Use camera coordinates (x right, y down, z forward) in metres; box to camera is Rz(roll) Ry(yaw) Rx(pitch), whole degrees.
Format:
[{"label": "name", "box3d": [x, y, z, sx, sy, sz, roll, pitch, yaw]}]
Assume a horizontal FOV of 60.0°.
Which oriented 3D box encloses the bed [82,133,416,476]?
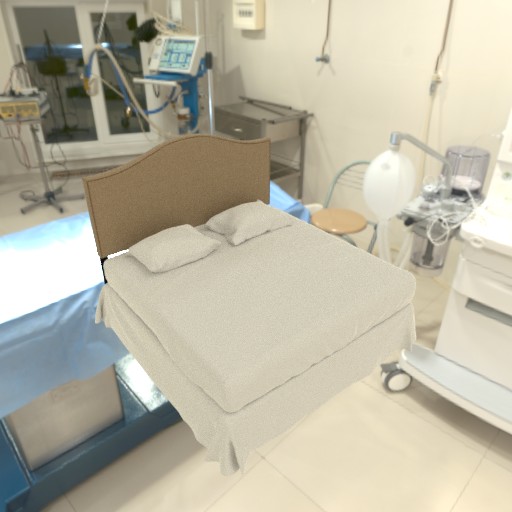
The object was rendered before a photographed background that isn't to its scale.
[{"label": "bed", "box3d": [0.000, 0.000, 3.792, 2.311, 1.651, 2.222, -22, 37, -33]}]
